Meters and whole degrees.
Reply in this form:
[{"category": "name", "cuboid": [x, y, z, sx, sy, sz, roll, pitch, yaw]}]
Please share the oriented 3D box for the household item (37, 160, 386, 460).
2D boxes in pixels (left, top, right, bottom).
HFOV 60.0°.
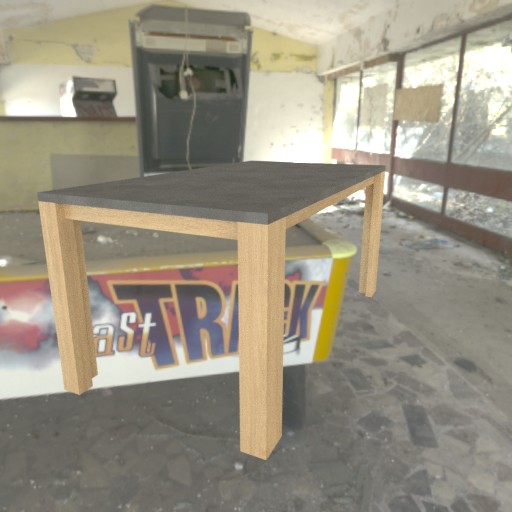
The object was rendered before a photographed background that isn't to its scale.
[{"category": "household item", "cuboid": [0.000, 0.000, 2.101, 0.850, 0.755, 1.600, 8, 18, 25]}]
